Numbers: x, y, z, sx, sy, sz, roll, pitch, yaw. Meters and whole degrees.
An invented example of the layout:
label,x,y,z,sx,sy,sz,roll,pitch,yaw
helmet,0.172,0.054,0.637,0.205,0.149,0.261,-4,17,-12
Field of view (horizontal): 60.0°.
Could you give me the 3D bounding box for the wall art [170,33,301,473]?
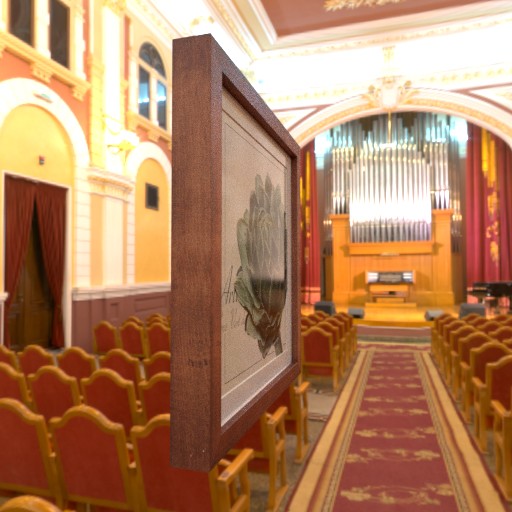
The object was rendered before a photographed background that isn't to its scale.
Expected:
label,x,y,z,sx,sy,sz,roll,pitch,yaw
wall art,0.000,0.000,0.577,0.038,0.385,0.386,-1,-2,18
